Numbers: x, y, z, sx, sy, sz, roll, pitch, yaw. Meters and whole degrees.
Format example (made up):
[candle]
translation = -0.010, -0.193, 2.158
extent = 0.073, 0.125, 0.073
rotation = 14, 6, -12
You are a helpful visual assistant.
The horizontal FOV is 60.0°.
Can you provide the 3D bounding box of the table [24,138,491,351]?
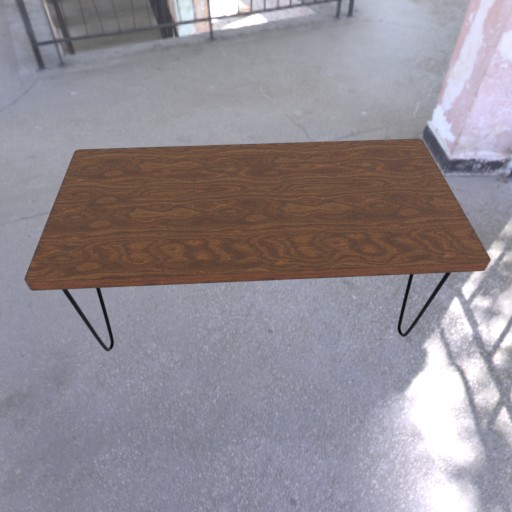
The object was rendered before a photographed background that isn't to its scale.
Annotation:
[table]
translation = 0.000, 0.000, 2.259
extent = 1.791, 0.753, 0.883
rotation = -2, 47, -2
